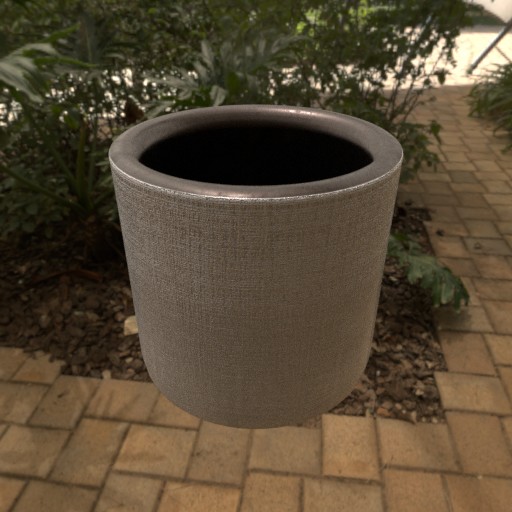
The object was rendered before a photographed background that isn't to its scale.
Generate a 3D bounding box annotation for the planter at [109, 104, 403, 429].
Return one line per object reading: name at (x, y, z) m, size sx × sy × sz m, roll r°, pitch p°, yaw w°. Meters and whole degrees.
planter at (0.000, 0.000, 0.285) m, size 0.160 × 0.156 × 0.160 m, roll 0°, pitch 32°, yaw 0°
